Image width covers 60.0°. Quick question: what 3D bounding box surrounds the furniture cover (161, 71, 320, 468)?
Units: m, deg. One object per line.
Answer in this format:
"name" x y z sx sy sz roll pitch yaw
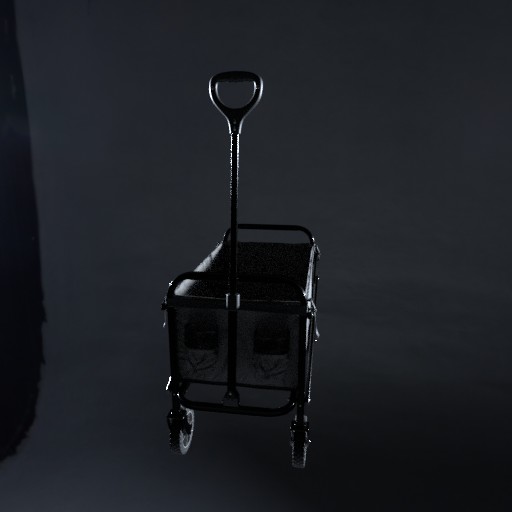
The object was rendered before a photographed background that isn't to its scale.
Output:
"furniture cover" 0.000 0.000 1.792 0.532 1.295 1.038 2 15 9
